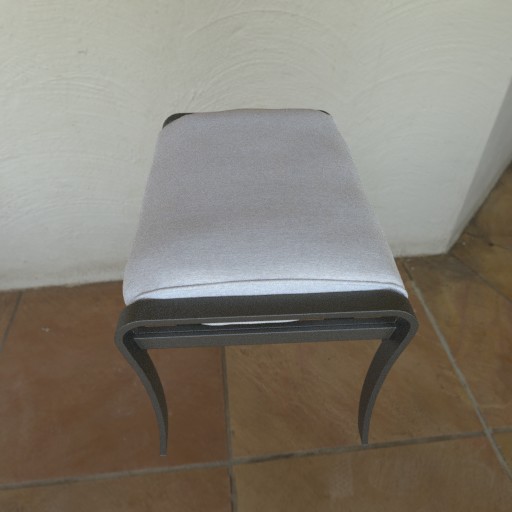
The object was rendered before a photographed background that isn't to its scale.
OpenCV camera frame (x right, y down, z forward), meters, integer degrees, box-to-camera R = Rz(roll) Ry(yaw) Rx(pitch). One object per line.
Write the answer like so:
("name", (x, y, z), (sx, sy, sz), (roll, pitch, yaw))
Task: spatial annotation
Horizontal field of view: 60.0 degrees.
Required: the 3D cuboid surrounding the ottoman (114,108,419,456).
("ottoman", (0.000, 0.000, 0.904), (0.406, 0.422, 0.610), (-2, 42, -2))
